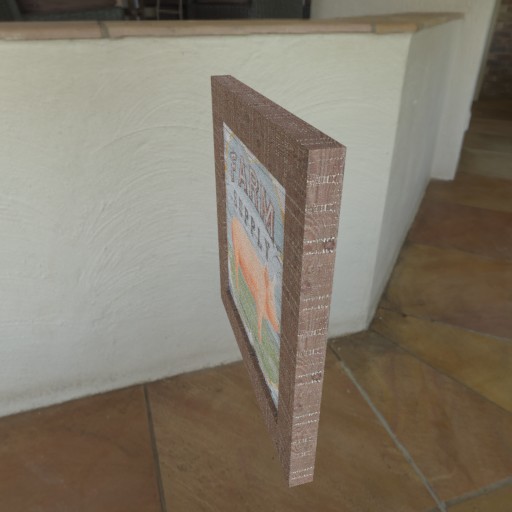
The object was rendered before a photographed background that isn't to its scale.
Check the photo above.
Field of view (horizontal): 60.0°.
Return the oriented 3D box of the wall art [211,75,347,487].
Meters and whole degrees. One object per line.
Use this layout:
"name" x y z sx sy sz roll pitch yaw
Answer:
"wall art" 0.000 0.000 0.785 0.040 0.531 0.531 -8 30 -13
